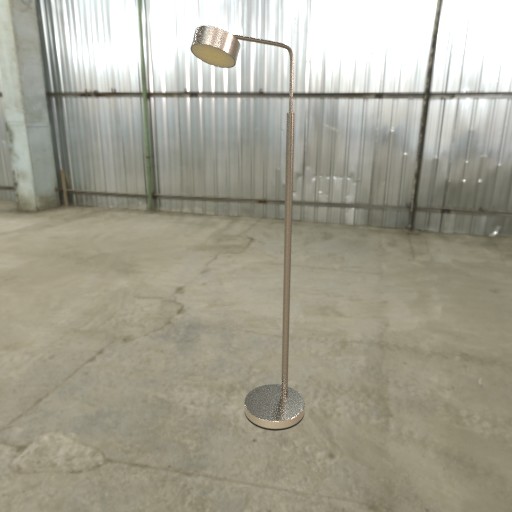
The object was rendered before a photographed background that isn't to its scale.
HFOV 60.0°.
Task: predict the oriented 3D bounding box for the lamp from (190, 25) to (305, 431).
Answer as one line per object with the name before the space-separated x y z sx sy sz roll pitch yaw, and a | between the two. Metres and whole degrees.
lamp | 0.000 0.000 1.389 0.222 1.250 0.421 16 23 41
